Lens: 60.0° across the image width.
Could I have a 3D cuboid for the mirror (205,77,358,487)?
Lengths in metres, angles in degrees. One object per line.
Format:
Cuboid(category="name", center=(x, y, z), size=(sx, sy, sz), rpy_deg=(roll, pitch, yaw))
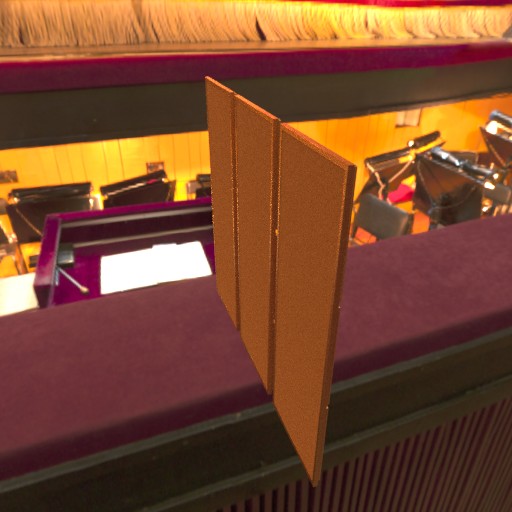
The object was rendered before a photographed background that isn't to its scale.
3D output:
Cuboid(category="mirror", center=(0.000, 0.000, 1.410), size=(0.023, 0.926, 1.011), rpy_deg=(-10, 32, -17))
